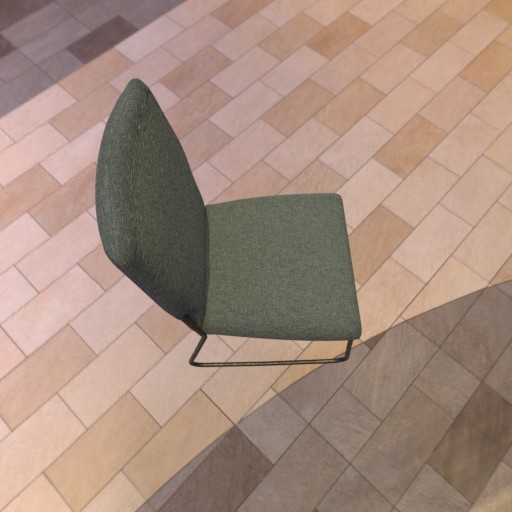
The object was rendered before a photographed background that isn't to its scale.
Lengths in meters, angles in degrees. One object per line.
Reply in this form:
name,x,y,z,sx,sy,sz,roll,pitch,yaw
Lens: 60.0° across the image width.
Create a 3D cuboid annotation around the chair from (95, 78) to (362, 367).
chair,0.000,0.000,1.274,0.635,0.931,0.480,-2,64,-1
